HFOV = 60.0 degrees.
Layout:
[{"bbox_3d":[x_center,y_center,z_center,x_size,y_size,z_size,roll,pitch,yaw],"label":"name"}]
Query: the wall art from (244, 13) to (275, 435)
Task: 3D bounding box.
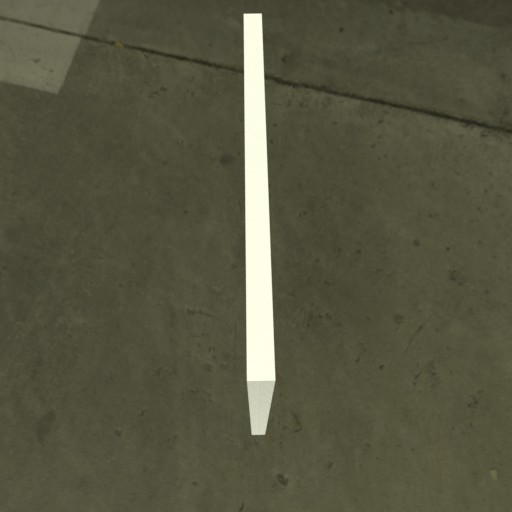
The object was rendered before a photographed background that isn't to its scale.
[{"bbox_3d":[0.000,0.000,1.104,0.038,0.762,0.762,-1,63,0],"label":"wall art"}]
